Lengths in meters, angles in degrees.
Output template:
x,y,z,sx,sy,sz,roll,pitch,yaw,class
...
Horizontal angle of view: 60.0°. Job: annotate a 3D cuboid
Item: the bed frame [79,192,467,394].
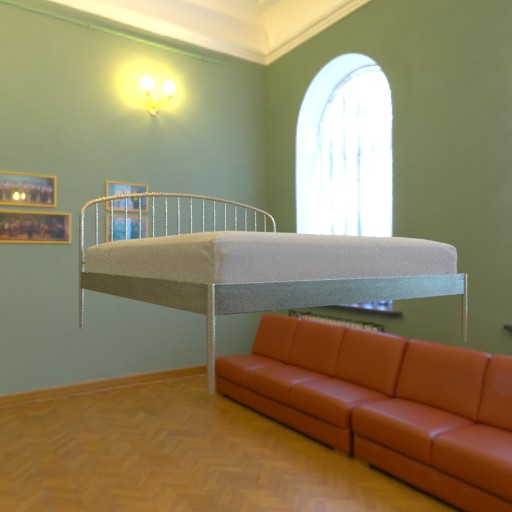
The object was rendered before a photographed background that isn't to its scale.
x,y,z,sx,sy,sz,roll,pitch,yaw,class
0.000,0.000,3.314,2.016,1.174,2.152,0,0,-36,bed frame
